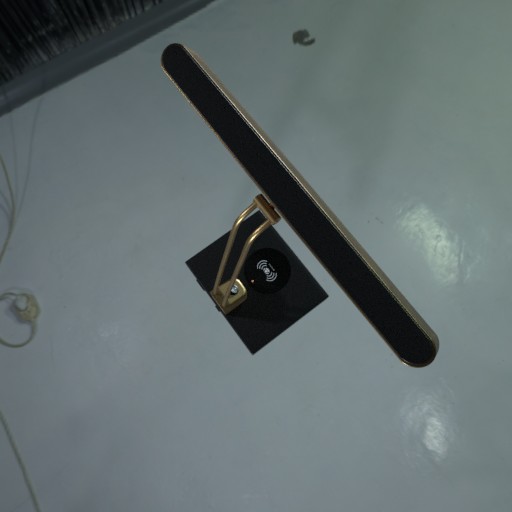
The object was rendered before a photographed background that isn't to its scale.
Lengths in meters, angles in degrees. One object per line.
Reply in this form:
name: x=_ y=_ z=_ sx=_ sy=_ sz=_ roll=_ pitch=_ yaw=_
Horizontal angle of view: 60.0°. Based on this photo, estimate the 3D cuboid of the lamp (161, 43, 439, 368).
lamp: x=0.000 y=0.000 z=0.576 sx=0.156 sy=0.345 sz=0.412 roll=-36 pitch=78 yaw=-9
